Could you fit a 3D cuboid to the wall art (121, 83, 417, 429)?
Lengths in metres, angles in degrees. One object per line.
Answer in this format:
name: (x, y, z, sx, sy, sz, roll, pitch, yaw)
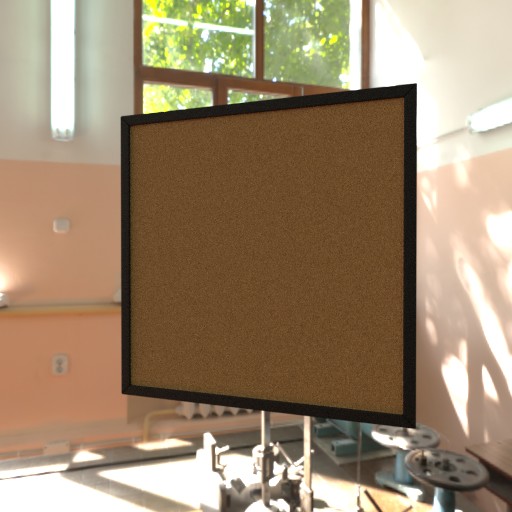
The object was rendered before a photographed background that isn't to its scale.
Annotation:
wall art: (0.000, 0.000, 0.746, 0.508, 0.508, 0.037, 0, 1, 18)
